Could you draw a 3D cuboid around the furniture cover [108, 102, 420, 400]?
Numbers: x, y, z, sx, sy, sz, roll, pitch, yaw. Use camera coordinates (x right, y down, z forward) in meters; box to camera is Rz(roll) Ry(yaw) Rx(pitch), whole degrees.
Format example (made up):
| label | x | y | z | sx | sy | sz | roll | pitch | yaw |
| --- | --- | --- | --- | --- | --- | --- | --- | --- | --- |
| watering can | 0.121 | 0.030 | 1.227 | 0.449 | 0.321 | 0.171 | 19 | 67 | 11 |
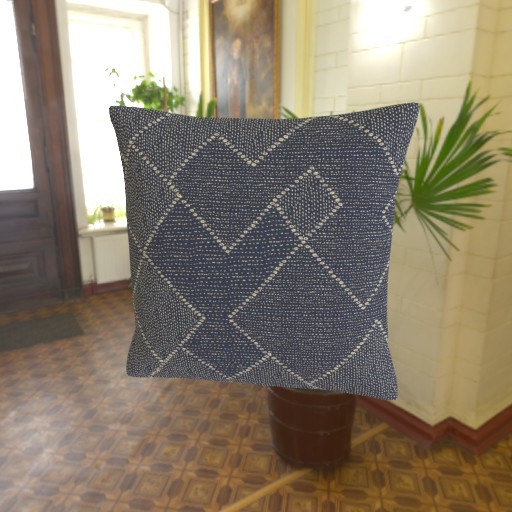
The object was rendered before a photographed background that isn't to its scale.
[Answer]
| label | x | y | z | sx | sy | sz | roll | pitch | yaw |
| --- | --- | --- | --- | --- | --- | --- | --- | --- | --- |
| furniture cover | 0.000 | 0.000 | 0.769 | 0.511 | 0.503 | 0.162 | 2 | 15 | 9 |
